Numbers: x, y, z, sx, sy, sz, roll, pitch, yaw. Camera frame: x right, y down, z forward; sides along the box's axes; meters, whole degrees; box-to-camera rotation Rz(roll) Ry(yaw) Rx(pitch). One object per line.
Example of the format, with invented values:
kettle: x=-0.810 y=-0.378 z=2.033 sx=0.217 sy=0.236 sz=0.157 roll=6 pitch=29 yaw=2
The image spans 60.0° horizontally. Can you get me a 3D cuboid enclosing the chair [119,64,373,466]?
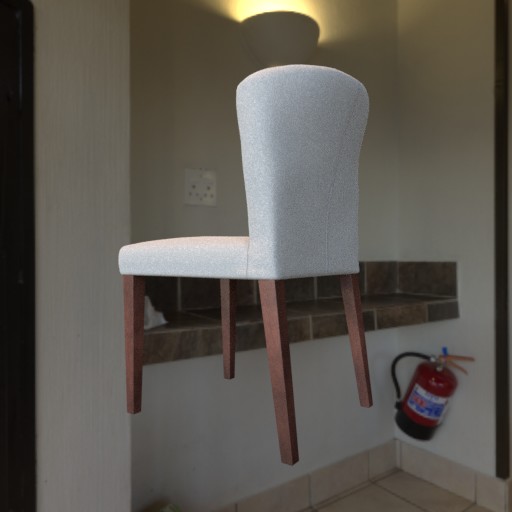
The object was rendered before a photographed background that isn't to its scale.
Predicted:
chair: x=0.000 y=0.000 z=1.206 sx=0.592 sy=0.839 sz=0.491 roll=0 pitch=0 yaw=35
